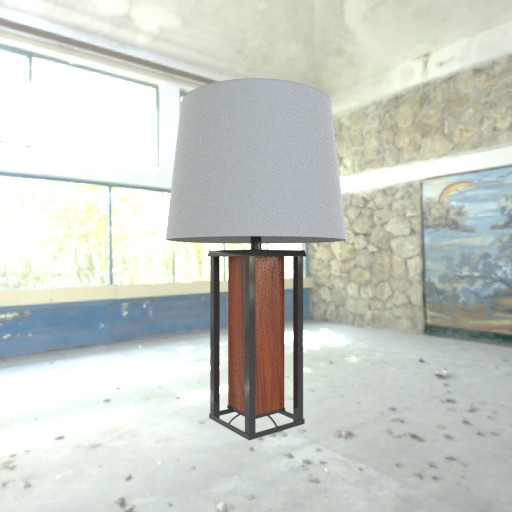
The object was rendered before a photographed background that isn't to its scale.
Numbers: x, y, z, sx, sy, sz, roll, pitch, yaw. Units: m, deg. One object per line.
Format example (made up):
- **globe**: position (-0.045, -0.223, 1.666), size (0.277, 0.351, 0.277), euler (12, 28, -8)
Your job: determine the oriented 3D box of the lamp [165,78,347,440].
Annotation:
- **lamp**: position (0.000, 0.000, 0.796), size (0.320, 0.591, 0.320), euler (0, 0, 0)
